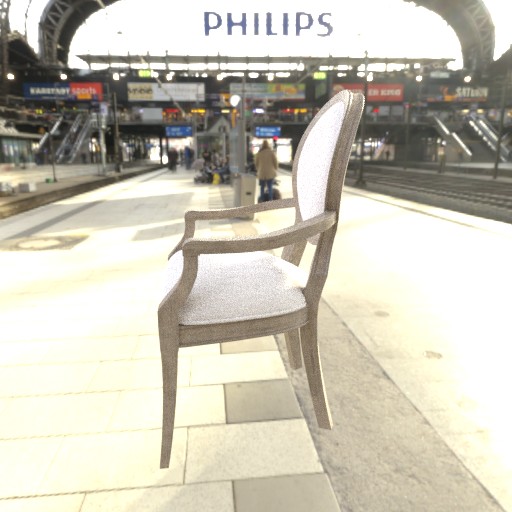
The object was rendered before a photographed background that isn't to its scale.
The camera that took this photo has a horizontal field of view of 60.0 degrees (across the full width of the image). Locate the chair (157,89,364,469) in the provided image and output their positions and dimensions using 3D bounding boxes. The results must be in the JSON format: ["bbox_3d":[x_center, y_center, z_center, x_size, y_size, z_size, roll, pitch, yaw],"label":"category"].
[{"bbox_3d":[0.000,0.000,1.389,0.602,0.991,0.611,-2,13,-8],"label":"chair"}]
